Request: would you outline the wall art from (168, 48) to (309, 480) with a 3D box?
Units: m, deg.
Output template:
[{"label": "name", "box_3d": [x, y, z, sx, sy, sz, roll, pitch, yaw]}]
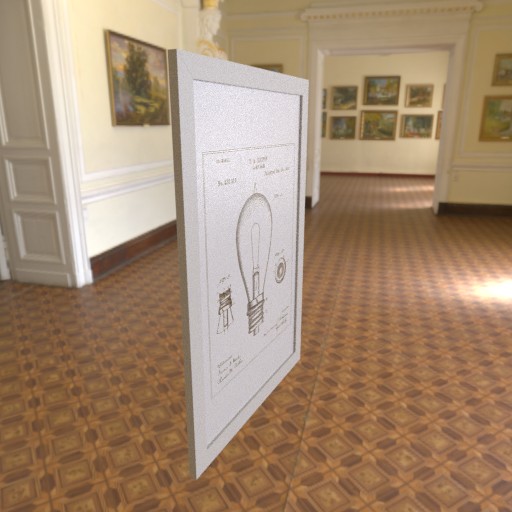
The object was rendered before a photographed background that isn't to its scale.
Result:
[{"label": "wall art", "box_3d": [0.000, 0.000, 0.605, 0.010, 0.474, 0.325, 8, 18, 27]}]
